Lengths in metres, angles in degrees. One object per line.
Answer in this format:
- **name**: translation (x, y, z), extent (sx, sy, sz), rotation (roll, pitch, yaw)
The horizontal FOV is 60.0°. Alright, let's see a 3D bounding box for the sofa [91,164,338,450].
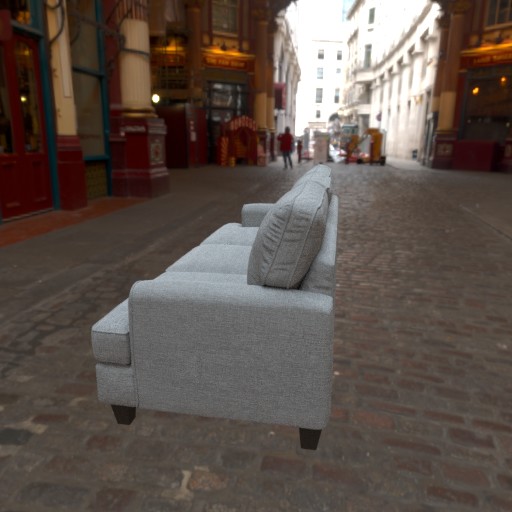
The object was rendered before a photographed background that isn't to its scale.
- **sofa**: translation (0.000, 0.000, 2.631), extent (0.951, 0.965, 2.158), rotation (3, 16, 10)
